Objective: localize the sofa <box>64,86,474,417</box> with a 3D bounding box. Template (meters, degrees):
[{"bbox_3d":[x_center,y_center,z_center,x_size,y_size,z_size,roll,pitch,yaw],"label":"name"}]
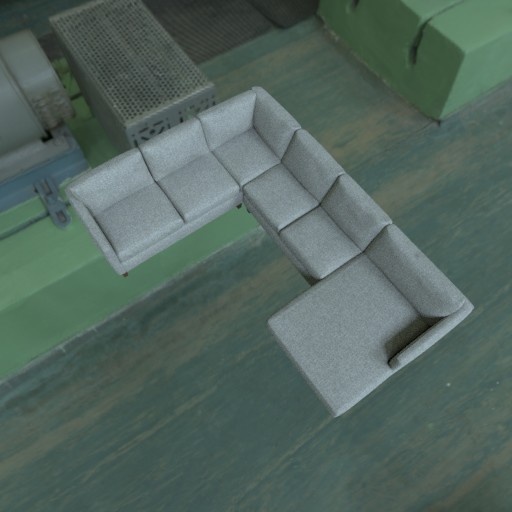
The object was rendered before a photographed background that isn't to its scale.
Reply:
[{"bbox_3d":[0.000,0.000,4.601,2.593,0.959,3.460,-33,69,-14],"label":"sofa"}]
